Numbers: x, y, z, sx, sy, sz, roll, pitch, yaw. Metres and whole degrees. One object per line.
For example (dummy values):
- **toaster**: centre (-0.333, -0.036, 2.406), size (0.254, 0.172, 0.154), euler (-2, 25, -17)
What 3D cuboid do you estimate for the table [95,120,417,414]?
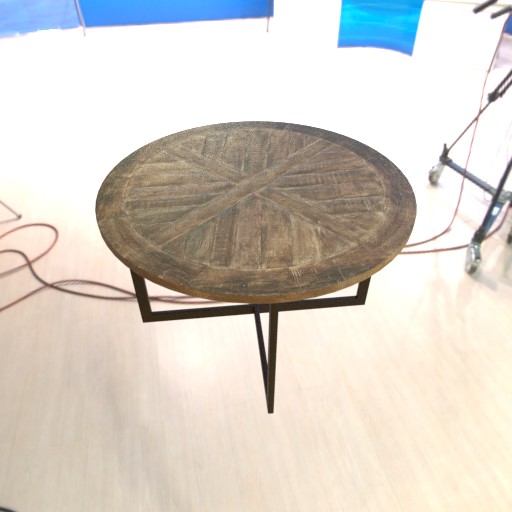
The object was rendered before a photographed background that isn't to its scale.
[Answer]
- **table**: centre (0.000, 0.000, 2.050), size (1.264, 0.762, 1.264), euler (0, 40, 0)
